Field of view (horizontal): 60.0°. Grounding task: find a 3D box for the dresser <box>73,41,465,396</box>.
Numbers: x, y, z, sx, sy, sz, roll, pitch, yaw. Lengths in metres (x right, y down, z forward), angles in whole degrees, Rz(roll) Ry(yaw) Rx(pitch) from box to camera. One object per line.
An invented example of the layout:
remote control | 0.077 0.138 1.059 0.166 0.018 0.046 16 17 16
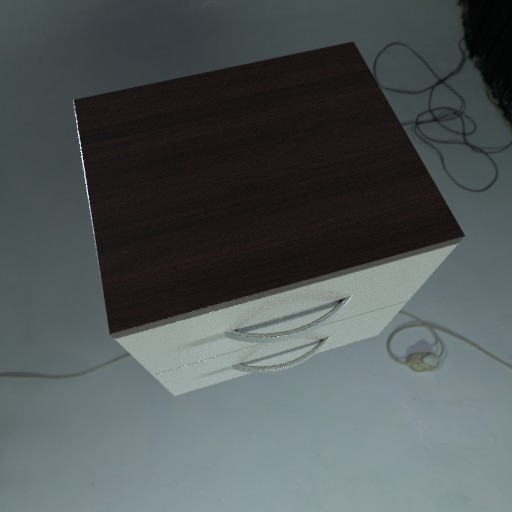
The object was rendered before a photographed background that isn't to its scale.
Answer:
dresser | 0.000 0.000 0.749 0.400 0.470 0.360 -15 65 -7
